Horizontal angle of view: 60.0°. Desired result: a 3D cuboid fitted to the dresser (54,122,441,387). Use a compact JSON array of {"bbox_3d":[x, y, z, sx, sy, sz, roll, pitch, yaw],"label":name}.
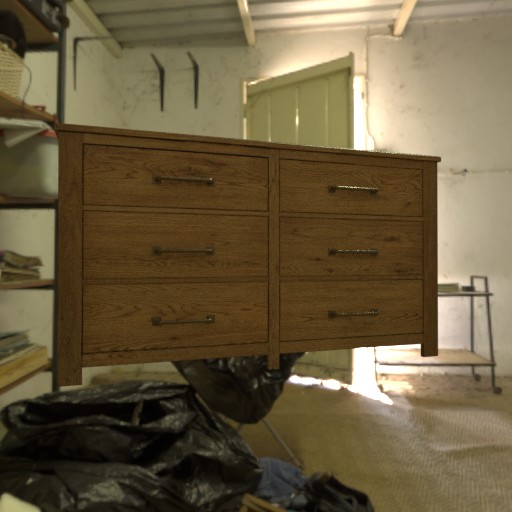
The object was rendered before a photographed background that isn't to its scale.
[{"bbox_3d":[0.000,0.000,2.046,1.657,0.932,0.563,0,-1,-18],"label":"dresser"}]
